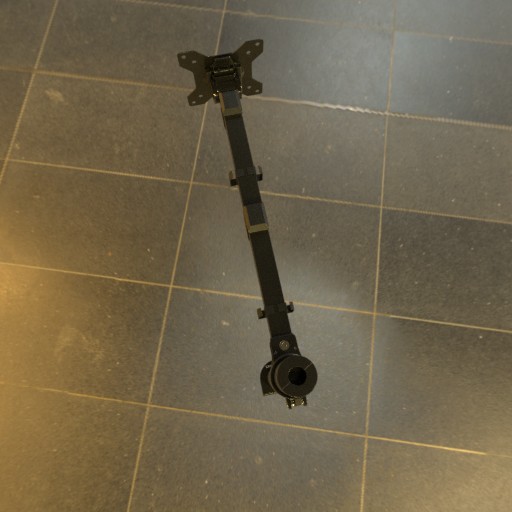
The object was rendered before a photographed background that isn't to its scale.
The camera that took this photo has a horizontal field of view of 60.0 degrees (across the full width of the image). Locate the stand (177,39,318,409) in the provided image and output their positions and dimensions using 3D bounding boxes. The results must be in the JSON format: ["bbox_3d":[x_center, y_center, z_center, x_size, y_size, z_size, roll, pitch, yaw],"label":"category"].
[{"bbox_3d":[0.000,0.000,0.720,0.115,0.510,0.456,-11,75,-3],"label":"stand"}]
